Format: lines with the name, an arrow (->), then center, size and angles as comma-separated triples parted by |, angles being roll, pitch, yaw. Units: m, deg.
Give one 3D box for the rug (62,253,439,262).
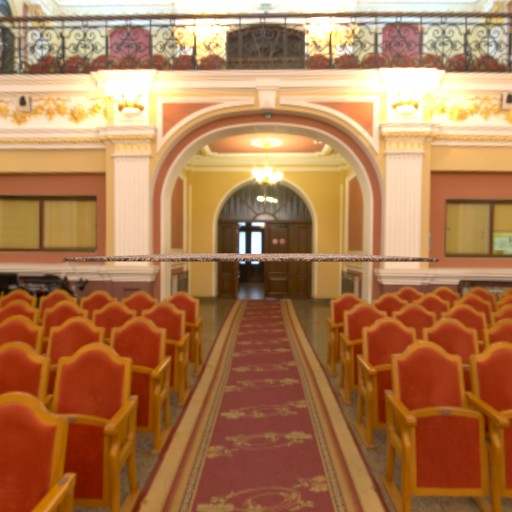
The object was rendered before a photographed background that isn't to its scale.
rug -> 0.000, 0.000, 2.284 | 1.189, 0.011, 1.808 | 0, 1, 2
